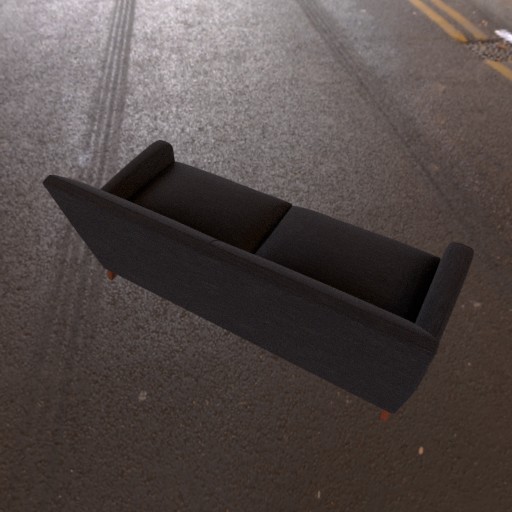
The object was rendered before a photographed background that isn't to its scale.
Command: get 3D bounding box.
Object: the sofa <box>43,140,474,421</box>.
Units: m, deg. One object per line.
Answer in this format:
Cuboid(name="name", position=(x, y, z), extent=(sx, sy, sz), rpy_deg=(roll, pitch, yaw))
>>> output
Cuboid(name="sofa", position=(0.000, 0.000, 2.369), extent=(1.976, 0.846, 0.875), rpy_deg=(23, 50, 21))
